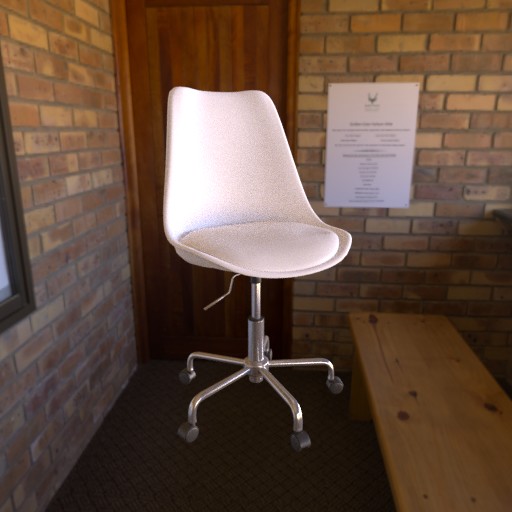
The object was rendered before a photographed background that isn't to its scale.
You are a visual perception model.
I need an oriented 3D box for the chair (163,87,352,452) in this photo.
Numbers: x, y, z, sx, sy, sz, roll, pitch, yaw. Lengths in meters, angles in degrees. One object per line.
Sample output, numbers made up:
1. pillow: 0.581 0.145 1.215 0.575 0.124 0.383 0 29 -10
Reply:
1. chair: 0.000 0.000 1.258 0.550 0.930 0.550 -8 17 -26
